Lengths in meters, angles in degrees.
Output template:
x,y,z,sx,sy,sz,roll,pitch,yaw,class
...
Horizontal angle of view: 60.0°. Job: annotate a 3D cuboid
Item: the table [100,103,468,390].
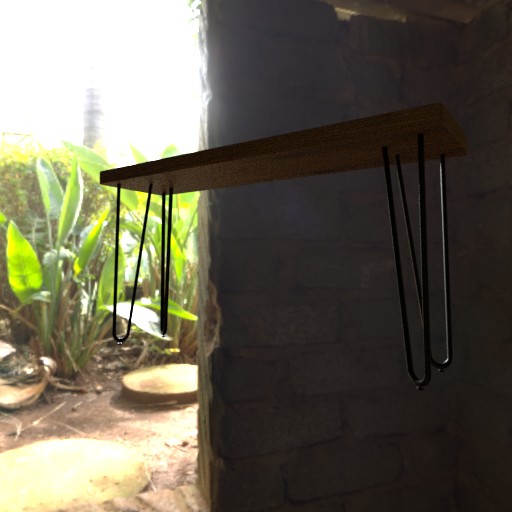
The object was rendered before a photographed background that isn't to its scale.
x,y,z,sx,sy,sz,roll,pitch,yaw,class
0.000,0.000,1.856,1.570,0.834,0.425,-1,-2,35,table
